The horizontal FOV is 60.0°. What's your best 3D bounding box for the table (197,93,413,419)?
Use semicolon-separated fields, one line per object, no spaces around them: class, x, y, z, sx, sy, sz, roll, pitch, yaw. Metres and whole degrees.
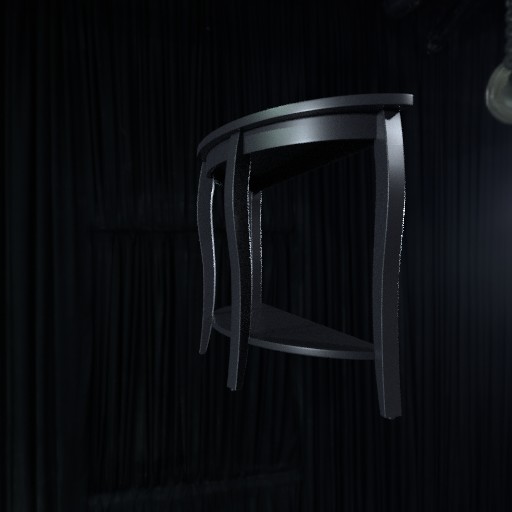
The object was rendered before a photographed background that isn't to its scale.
table;0.000;0.000;1.576;0.394;0.780;1.219;0;1;-17
